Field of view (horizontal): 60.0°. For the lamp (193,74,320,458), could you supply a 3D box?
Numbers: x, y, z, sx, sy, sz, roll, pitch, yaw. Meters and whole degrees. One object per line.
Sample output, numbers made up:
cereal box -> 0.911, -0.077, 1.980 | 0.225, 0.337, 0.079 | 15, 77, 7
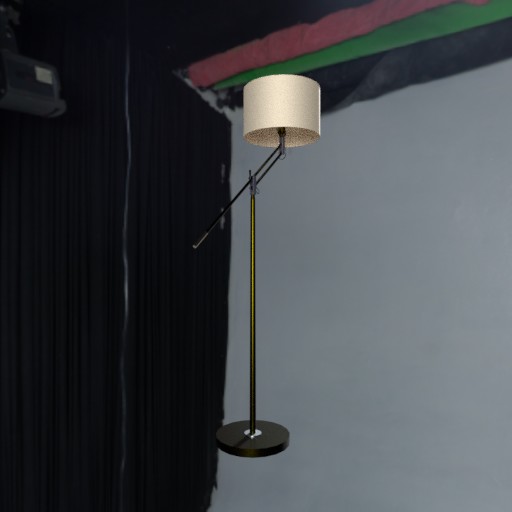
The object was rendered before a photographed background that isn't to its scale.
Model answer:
lamp -> 0.000, 0.000, 1.983 | 0.373, 1.635, 0.809 | 0, -1, 35
